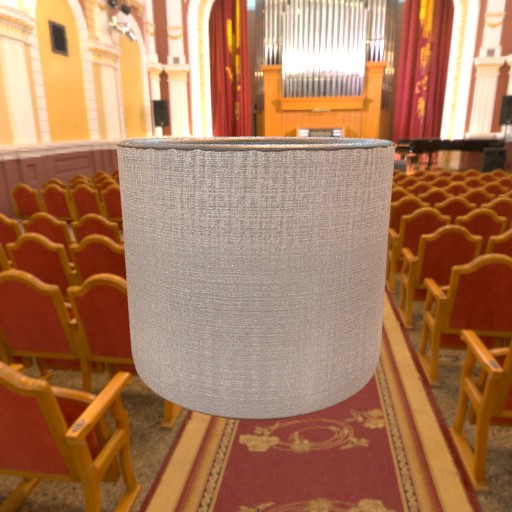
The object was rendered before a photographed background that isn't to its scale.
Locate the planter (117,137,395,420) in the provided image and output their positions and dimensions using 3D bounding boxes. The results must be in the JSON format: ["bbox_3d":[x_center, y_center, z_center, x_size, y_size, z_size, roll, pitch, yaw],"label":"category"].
[{"bbox_3d":[0.000,0.000,0.220,0.125,0.112,0.125,0,16,0],"label":"planter"}]
